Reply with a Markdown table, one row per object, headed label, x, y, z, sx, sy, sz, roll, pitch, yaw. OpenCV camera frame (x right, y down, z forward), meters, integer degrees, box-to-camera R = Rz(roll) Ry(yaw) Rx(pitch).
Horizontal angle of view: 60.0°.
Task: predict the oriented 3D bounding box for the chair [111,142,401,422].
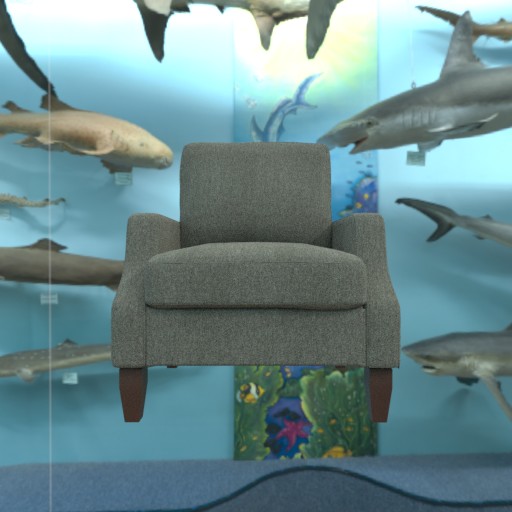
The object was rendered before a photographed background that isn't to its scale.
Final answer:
| label | x | y | z | sx | sy | sz | roll | pitch | yaw |
| --- | --- | --- | --- | --- | --- | --- | --- | --- | --- |
| chair | 0.000 | 0.000 | 1.697 | 0.855 | 0.993 | 0.897 | 0 | 0 | 0 |
